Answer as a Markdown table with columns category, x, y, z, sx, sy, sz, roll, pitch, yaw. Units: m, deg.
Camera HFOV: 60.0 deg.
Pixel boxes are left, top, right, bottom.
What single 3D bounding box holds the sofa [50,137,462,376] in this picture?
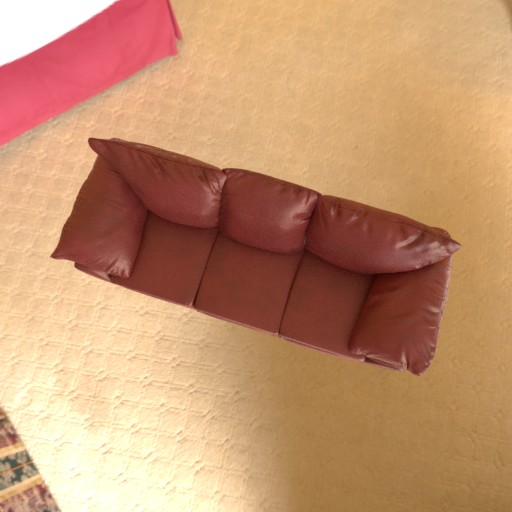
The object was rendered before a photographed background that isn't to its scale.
| category | x | y | z | sx | sy | sz | roll | pitch | yaw |
| --- | --- | --- | --- | --- | --- | --- | --- | --- | --- |
| sofa | 0.000 | 0.000 | 2.901 | 2.390 | 1.091 | 0.907 | 17 | 76 | 4 |
